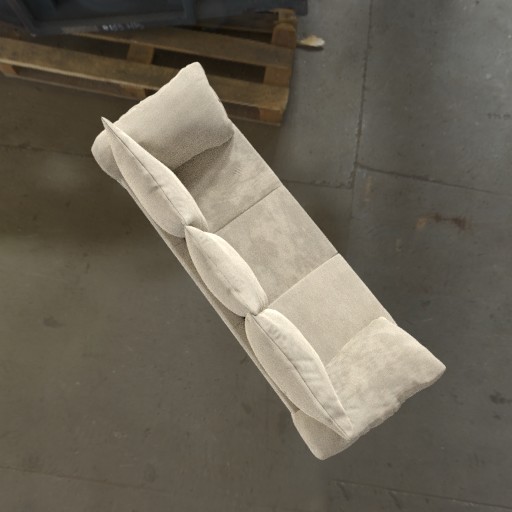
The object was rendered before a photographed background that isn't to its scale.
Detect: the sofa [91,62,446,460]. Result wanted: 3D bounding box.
[{"bbox_3d":[0.000,0.000,2.819,0.893,0.981,2.377,-37,81,-7],"label":"sofa"}]
